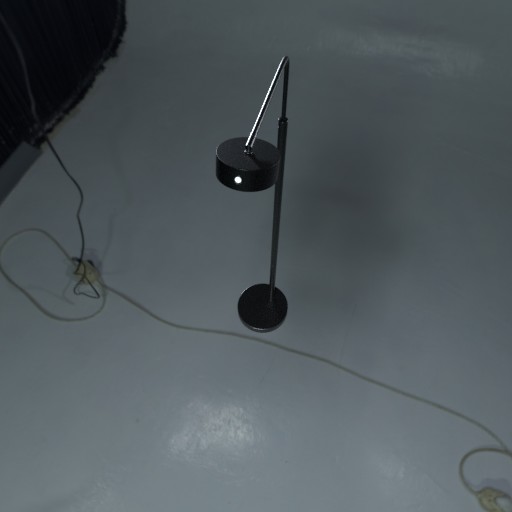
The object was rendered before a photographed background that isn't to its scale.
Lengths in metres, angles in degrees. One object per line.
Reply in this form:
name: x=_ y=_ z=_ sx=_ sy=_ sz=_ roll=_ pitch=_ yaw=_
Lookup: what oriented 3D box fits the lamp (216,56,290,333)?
lamp: x=0.000 y=0.000 z=1.382 sx=0.219 sy=1.230 sz=0.418 roll=15 pitch=60 yaw=9
